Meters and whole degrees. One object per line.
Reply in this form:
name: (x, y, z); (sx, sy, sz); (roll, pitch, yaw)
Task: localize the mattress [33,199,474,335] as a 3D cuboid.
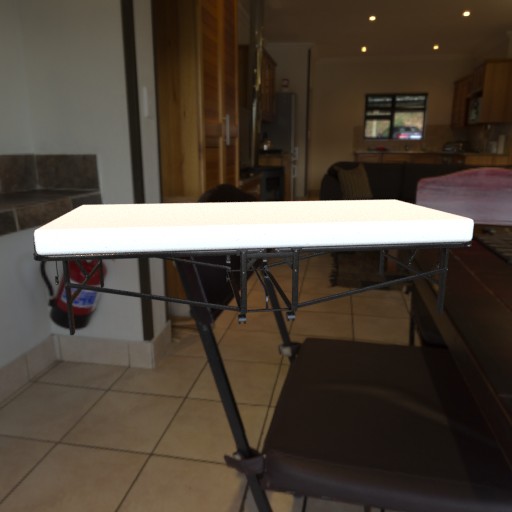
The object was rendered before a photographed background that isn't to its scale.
mattress: (0.000, 0.000, 2.546); (2.153, 0.519, 0.922); (-2, 14, -8)
